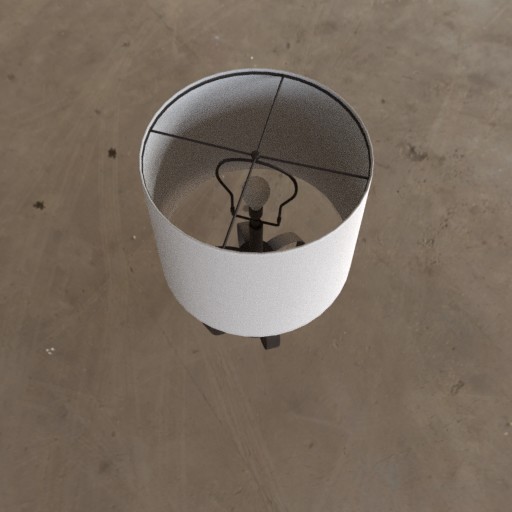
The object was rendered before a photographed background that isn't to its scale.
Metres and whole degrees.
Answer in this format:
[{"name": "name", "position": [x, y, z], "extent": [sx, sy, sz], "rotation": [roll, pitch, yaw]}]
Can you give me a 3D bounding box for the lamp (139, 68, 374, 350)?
[{"name": "lamp", "position": [0.000, 0.000, 0.705], "extent": [0.286, 0.510, 0.286], "rotation": [0, 64, 0]}]
